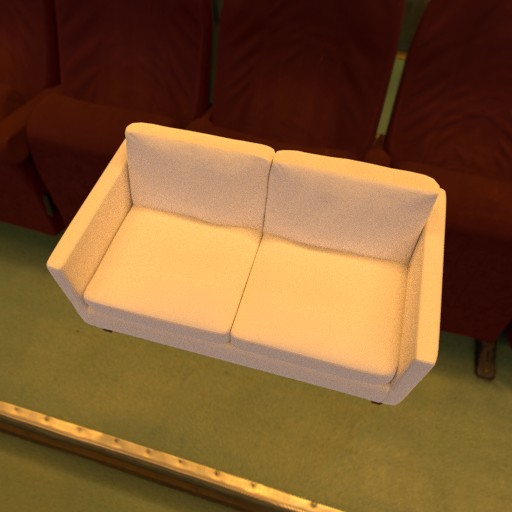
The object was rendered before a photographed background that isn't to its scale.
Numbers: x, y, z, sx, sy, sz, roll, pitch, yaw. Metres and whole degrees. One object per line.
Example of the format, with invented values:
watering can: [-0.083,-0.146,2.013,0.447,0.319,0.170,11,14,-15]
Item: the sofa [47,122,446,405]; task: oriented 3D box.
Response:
sofa: [0.000,0.000,2.249,1.702,0.888,0.964,13,57,9]
